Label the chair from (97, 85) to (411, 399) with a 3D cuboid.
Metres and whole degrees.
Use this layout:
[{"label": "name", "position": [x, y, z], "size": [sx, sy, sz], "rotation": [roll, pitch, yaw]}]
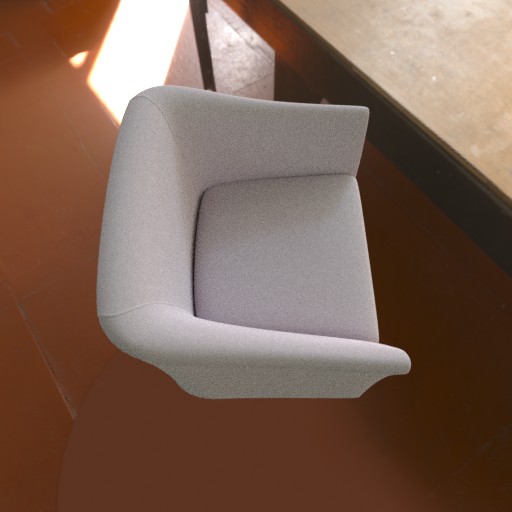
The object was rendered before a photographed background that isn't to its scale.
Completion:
[{"label": "chair", "position": [0.000, 0.000, 1.344], "size": [0.700, 0.720, 0.790], "rotation": [-1, 64, 0]}]
